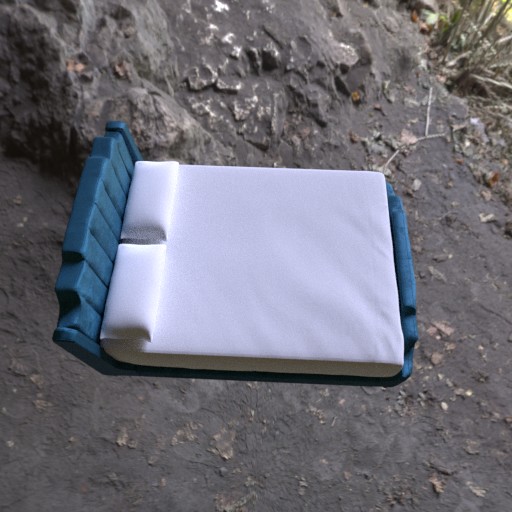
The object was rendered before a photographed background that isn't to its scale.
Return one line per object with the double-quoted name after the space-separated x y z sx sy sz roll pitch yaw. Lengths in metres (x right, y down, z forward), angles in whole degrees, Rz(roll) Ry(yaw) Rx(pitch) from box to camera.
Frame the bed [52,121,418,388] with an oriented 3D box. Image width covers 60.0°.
0.000 0.000 3.333 2.322 1.338 1.678 2 64 1 "bed"
